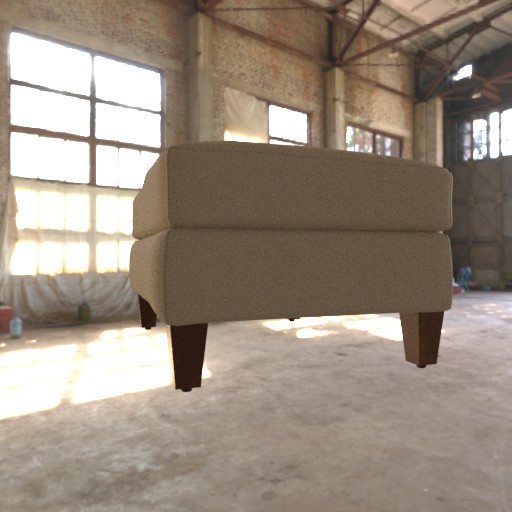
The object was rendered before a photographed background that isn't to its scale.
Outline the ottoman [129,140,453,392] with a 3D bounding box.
[{"bbox_3d":[0.000,0.000,1.213,0.634,0.485,0.818,0,0,-19],"label":"ottoman"}]
